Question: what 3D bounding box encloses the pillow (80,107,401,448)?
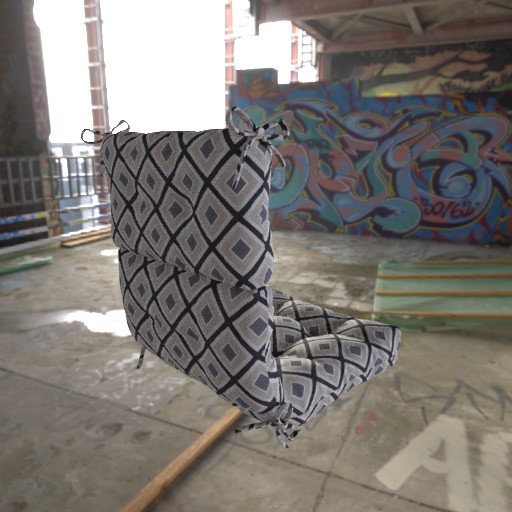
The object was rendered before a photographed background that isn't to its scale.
[{"bbox_3d":[0.000,0.000,1.021,0.571,0.605,0.519,-14,20,-43],"label":"pillow"}]
